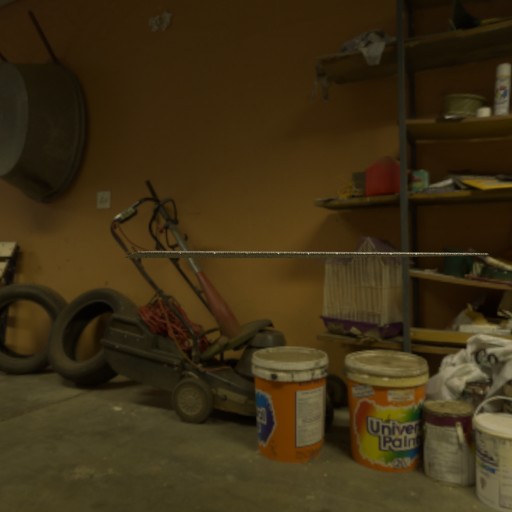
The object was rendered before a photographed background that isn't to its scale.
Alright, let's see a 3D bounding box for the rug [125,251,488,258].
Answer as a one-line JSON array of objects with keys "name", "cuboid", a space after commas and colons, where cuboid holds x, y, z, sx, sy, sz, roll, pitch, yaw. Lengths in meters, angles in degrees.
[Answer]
[{"name": "rug", "cuboid": [0.000, 0.000, 2.902, 1.609, 0.013, 2.214, 0, -1, -18]}]
